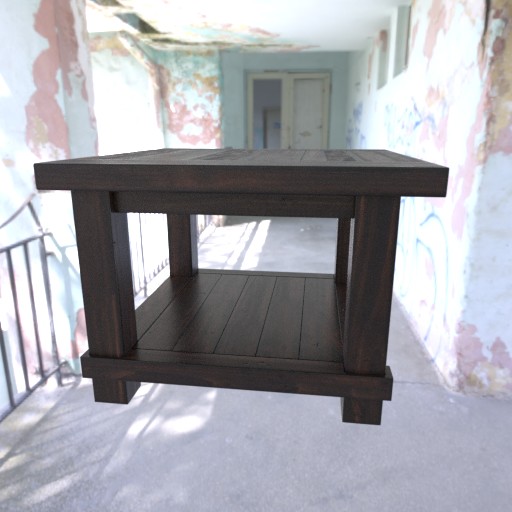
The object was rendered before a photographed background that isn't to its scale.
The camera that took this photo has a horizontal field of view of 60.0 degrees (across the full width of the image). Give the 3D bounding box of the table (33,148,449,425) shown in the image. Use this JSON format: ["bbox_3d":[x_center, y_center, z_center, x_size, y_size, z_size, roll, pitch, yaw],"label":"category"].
[{"bbox_3d":[0.000,0.000,0.977,0.606,0.437,0.593,2,16,7],"label":"table"}]
